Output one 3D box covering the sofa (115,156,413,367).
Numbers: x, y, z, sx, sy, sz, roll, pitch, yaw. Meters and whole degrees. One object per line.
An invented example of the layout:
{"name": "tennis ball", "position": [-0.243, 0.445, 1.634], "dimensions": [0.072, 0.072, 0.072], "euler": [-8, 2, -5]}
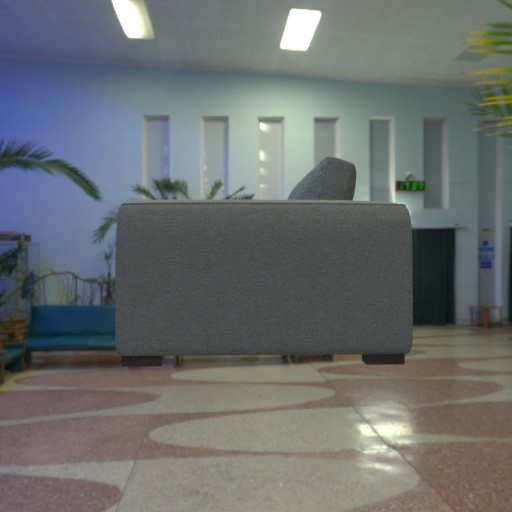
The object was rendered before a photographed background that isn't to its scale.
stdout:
{"name": "sofa", "position": [0.000, 0.000, 2.484], "dimensions": [1.069, 0.800, 1.920], "euler": [0, -1, -2]}
